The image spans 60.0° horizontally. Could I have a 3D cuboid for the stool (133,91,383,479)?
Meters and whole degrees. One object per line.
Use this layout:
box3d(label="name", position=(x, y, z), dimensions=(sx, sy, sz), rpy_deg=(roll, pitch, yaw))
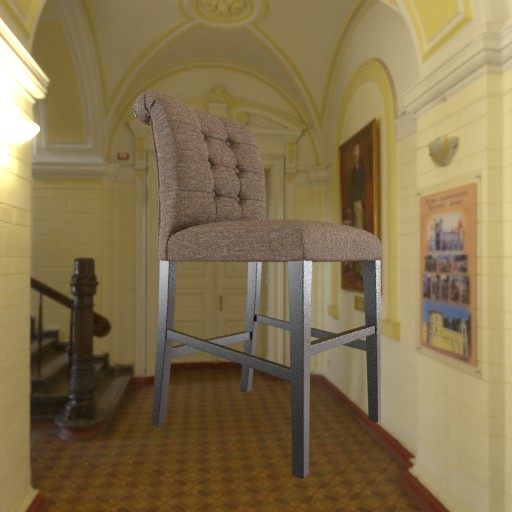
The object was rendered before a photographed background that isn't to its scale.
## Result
box3d(label="stool", position=(0.000, 0.000, 1.311), dimensions=(0.611, 0.970, 0.457), rpy_deg=(0, 0, 37))
